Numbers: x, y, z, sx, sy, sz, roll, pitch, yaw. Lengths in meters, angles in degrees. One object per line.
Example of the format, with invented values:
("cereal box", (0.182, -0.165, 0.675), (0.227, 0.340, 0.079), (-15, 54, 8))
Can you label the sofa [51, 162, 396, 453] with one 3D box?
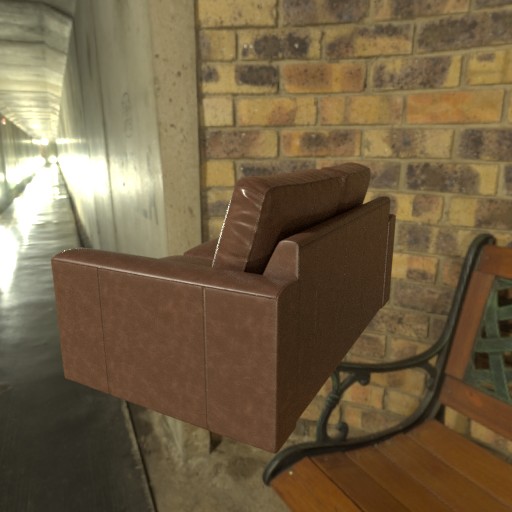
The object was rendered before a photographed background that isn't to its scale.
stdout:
("sofa", (0.000, 0.000, 2.196), (1.016, 0.873, 1.616), (8, 16, 27))
